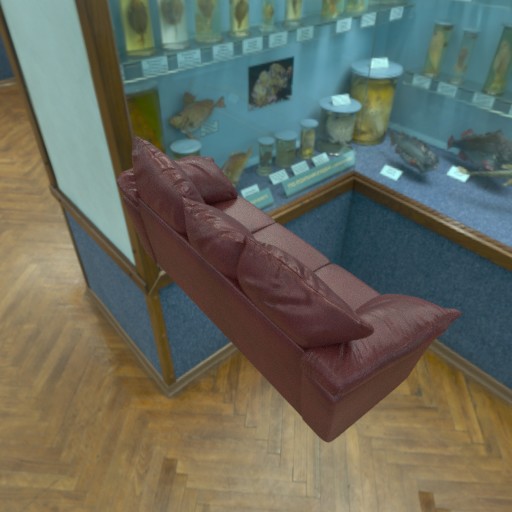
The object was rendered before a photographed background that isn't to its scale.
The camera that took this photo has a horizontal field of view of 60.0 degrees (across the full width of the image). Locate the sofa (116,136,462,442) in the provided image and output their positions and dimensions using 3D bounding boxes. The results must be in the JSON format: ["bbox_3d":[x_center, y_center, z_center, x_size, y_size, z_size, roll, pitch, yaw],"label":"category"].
[{"bbox_3d":[0.000,0.000,2.936,0.907,1.091,2.390,-27,47,-28],"label":"sofa"}]
